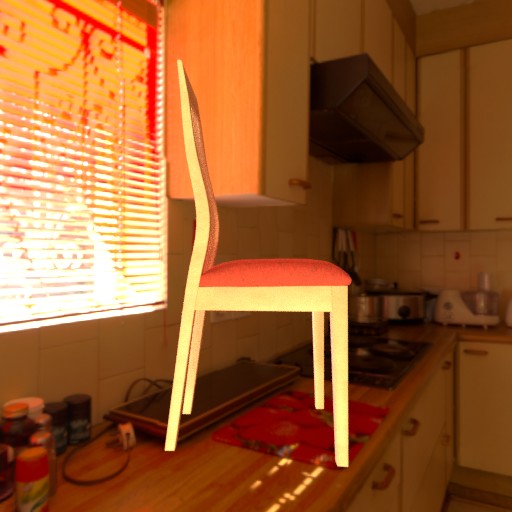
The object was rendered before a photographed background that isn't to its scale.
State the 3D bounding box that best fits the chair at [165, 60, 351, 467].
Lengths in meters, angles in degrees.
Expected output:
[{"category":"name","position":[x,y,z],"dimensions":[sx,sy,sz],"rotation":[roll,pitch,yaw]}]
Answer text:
[{"category":"chair","position":[0.000,0.000,1.300],"dimensions":[0.474,1.027,0.460],"rotation":[0,0,0]}]
